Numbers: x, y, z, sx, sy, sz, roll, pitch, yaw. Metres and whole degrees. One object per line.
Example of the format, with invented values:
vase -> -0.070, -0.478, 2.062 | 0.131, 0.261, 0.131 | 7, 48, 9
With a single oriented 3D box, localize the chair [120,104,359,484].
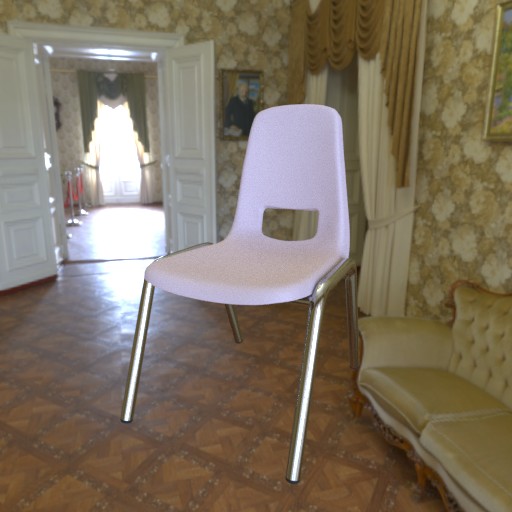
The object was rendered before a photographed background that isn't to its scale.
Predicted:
chair -> 0.000, 0.000, 0.853 | 0.354, 0.586, 0.423 | 7, 15, 26
